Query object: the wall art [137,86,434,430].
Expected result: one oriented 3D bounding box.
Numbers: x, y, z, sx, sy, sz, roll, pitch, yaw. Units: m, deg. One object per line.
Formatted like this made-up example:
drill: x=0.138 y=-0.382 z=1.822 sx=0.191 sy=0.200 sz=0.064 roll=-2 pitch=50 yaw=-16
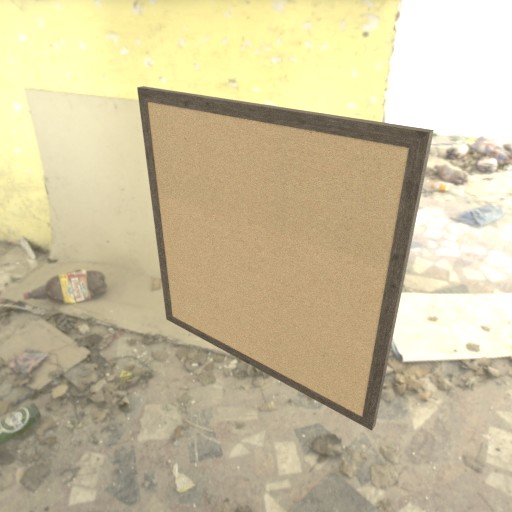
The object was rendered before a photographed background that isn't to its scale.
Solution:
wall art: x=0.000 y=0.000 z=0.693 sx=0.457 sy=0.457 sz=0.013 roll=21 pitch=36 yaw=32
